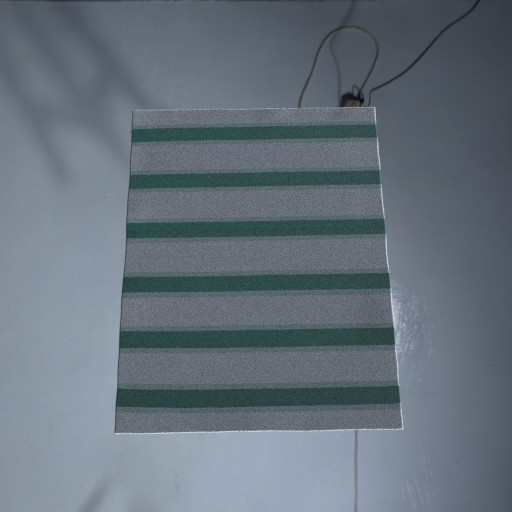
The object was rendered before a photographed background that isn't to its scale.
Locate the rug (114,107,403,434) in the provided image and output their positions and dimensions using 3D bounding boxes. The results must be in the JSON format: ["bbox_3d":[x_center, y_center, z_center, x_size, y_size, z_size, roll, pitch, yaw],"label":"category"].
[{"bbox_3d":[0.000,0.000,4.080,2.434,0.019,3.041,-1,76,0],"label":"rug"}]
